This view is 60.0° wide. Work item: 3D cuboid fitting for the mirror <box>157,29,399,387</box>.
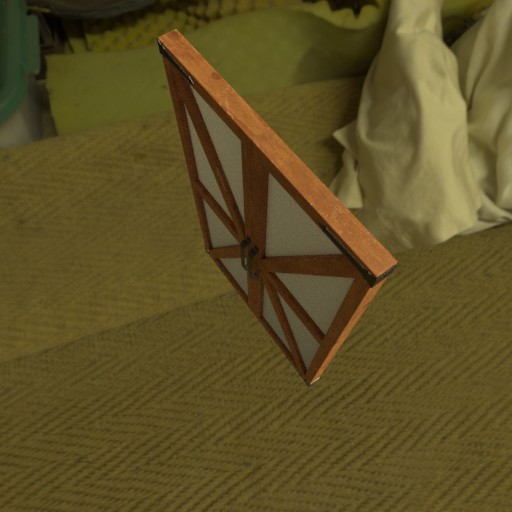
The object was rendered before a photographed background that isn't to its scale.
[{"bbox_3d":[0.000,0.000,0.959,0.053,0.761,0.517,-33,69,-15],"label":"mirror"}]
